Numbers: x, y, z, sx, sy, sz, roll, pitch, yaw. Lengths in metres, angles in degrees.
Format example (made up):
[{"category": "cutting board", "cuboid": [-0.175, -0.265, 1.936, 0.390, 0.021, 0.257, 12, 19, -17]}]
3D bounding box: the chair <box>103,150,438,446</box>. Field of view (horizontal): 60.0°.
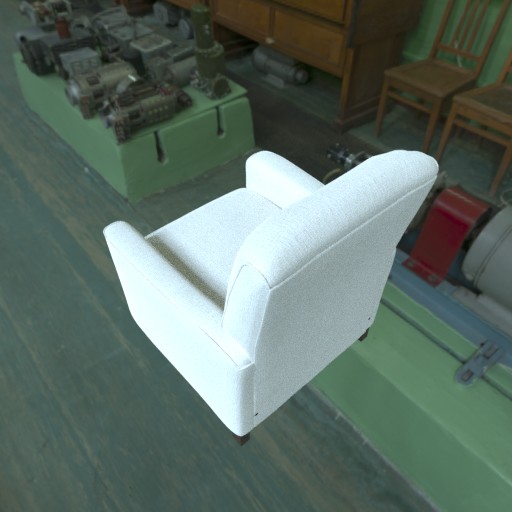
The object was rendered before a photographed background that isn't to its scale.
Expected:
[{"category": "chair", "cuboid": [0.000, 0.000, 1.656, 0.841, 1.028, 0.858, -32, 54, -28]}]
